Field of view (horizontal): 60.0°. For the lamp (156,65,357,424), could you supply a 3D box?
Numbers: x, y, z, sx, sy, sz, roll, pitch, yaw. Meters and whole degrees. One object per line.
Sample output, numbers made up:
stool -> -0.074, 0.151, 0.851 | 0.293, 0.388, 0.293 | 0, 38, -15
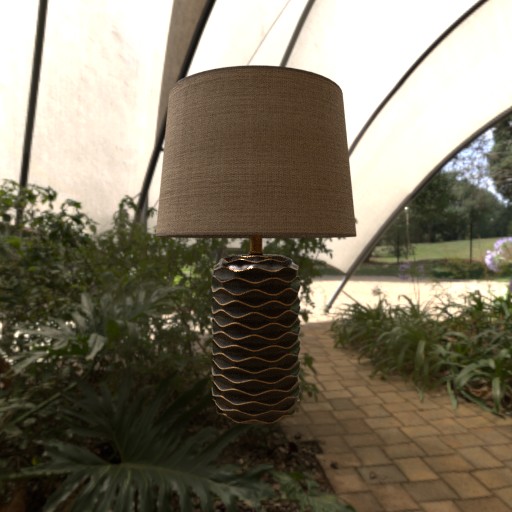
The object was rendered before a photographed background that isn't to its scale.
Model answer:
lamp -> 0.000, 0.000, 0.850 | 0.376, 0.594, 0.376 | 0, 1, 0
